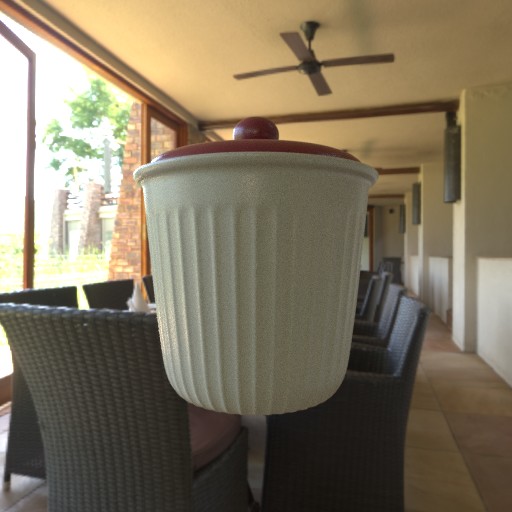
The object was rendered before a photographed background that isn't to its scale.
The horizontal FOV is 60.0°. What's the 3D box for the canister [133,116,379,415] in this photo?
[{"bbox_3d":[0.000,0.000,0.340,0.181,0.211,0.181,0,0,0],"label":"canister"}]
